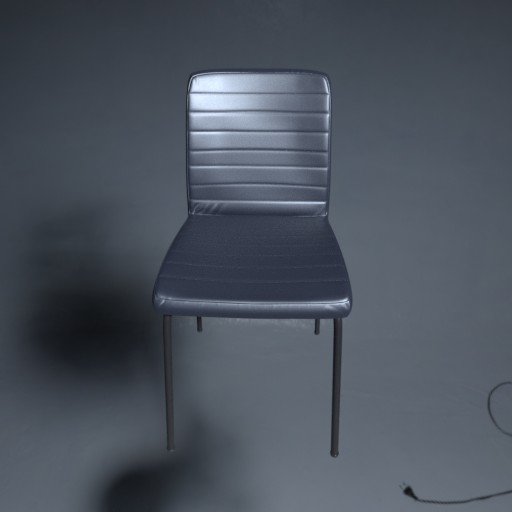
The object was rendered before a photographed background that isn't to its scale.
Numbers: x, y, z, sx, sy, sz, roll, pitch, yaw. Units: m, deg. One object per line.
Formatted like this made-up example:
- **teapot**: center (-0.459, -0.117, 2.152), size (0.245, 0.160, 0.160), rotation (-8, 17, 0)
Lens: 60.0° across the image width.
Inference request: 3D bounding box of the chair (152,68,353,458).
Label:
- **chair**: center (0.000, 0.000, 1.188), size (0.450, 0.872, 0.572), rotation (1, 29, 2)
